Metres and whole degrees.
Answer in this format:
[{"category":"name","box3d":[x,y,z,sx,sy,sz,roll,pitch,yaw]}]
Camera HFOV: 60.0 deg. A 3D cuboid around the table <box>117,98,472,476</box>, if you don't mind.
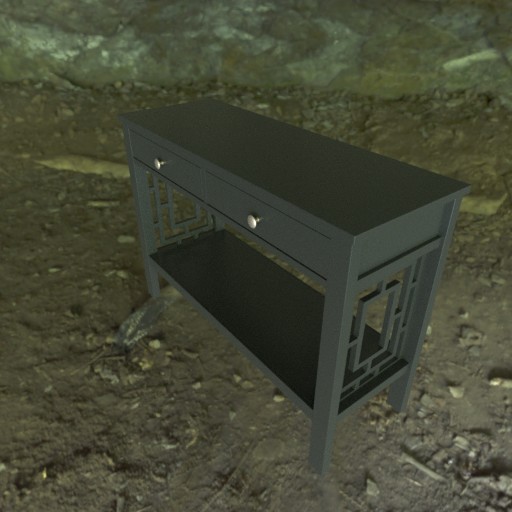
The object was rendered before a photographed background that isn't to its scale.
[{"category":"table","box3d":[0.000,0.000,1.446,0.397,0.753,1.068,-22,38,-31]}]
